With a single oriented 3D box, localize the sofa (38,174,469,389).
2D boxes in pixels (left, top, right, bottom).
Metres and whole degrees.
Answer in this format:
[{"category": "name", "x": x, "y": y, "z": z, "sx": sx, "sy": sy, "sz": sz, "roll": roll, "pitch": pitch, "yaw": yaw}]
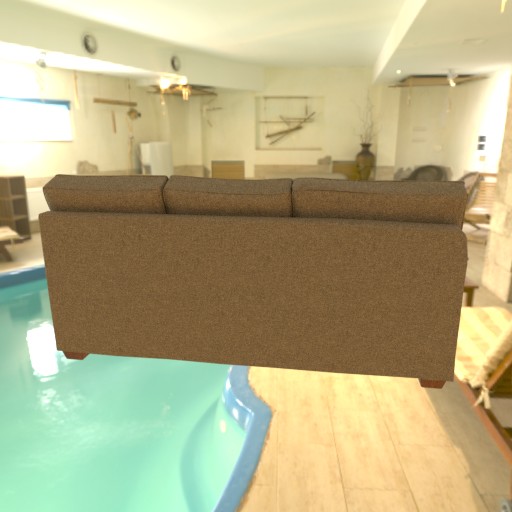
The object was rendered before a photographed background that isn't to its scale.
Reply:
[{"category": "sofa", "x": 0.000, "y": 0.000, "z": 2.501, "sx": 1.963, "sy": 0.946, "sz": 1.034, "roll": 2, "pitch": 15, "yaw": 8}]
